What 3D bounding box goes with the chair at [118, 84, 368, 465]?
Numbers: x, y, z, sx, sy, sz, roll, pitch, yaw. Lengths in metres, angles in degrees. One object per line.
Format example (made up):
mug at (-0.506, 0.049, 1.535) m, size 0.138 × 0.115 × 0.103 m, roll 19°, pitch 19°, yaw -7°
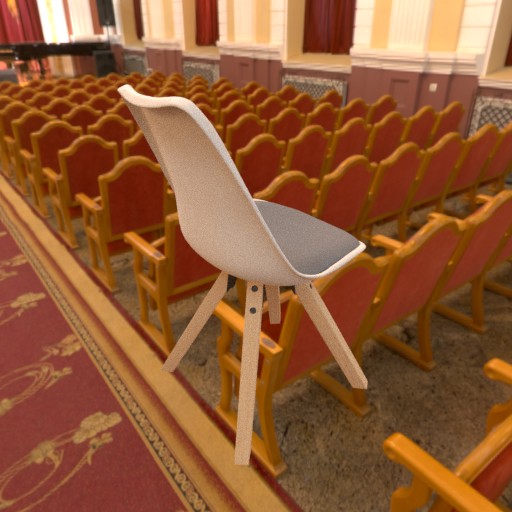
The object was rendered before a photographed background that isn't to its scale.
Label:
chair at (0.000, 0.000, 1.156) m, size 0.550 × 0.850 × 0.485 m, roll -19°, pitch 33°, yaw -32°
